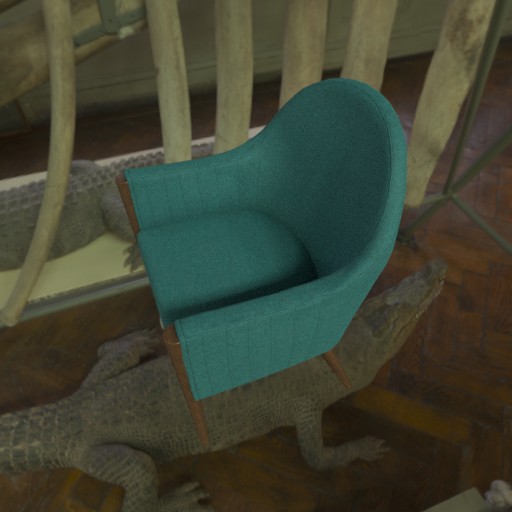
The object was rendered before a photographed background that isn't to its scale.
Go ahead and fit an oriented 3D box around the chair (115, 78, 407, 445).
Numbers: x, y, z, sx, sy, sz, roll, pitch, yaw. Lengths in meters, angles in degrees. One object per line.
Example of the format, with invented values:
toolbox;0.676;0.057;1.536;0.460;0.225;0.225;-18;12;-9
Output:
chair;0.000;0.000;1.313;0.652;0.907;0.656;-16;49;-15
